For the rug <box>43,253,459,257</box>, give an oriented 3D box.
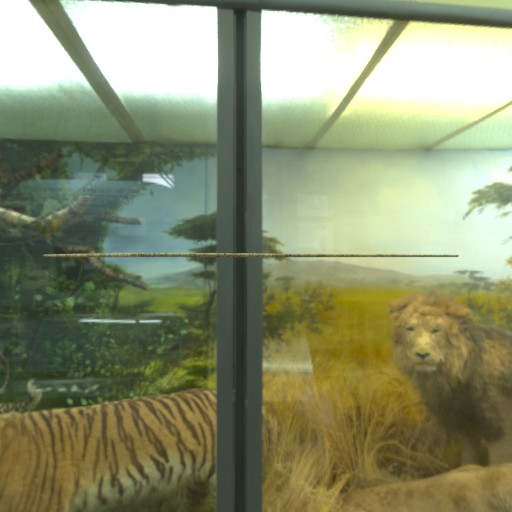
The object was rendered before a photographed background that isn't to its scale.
[{"bbox_3d":[0.000,0.000,2.351,1.846,0.014,1.243,0,0,-37],"label":"rug"}]
